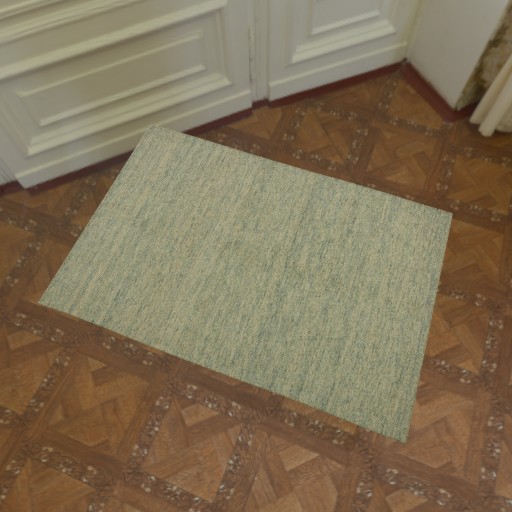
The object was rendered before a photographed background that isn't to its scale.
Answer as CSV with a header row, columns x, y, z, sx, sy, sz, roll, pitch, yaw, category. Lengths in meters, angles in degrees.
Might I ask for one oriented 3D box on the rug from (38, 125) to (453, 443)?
x,y,z,sx,sy,sz,roll,pitch,yaw,category
0.000,0.000,2.869,2.283,0.013,1.547,18,65,9,rug
